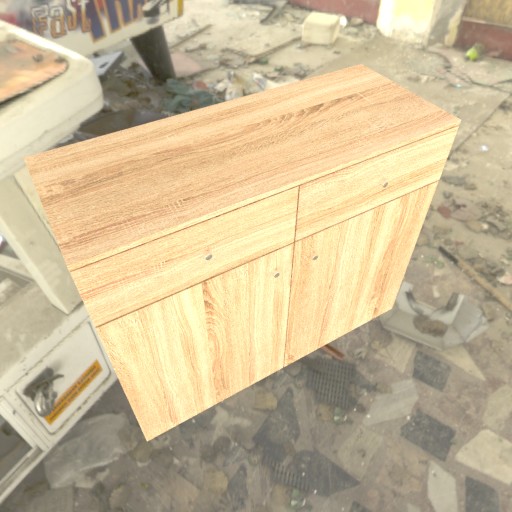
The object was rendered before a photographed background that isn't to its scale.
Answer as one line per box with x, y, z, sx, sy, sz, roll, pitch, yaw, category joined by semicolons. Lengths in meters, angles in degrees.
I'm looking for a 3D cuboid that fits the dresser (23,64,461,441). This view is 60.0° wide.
0.000;0.000;1.505;1.100;0.900;0.450;-23;51;-21;dresser
